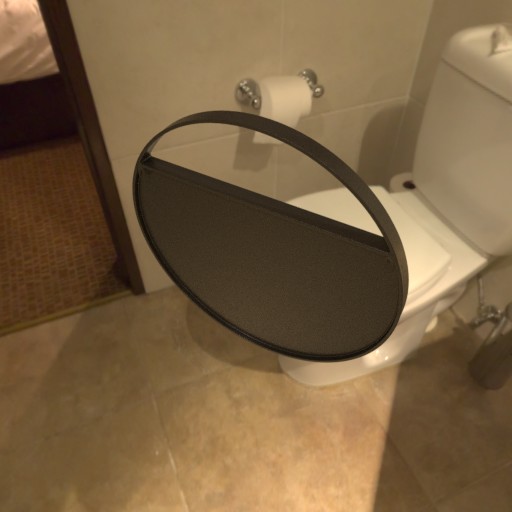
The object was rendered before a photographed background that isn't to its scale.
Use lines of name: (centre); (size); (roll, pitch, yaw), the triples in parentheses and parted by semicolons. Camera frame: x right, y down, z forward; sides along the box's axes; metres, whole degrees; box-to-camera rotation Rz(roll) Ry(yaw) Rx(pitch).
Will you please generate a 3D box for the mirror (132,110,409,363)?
mirror: (0.000, 0.000, 0.848); (0.565, 0.565, 0.032); (22, 50, 20)
